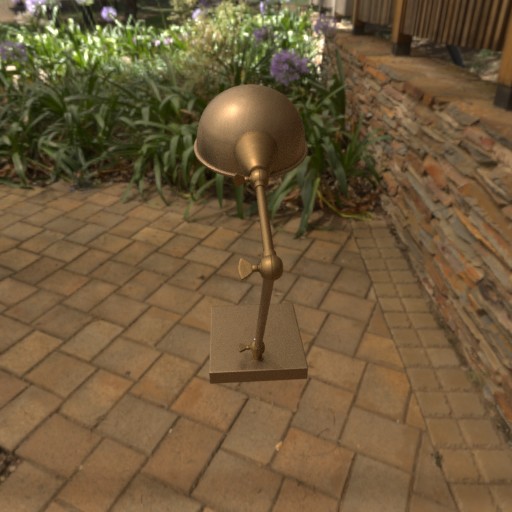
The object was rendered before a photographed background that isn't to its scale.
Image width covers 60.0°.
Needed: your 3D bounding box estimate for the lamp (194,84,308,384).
[{"bbox_3d":[0.000,0.000,0.551,0.149,0.371,0.339,-2,30,-3],"label":"lamp"}]
